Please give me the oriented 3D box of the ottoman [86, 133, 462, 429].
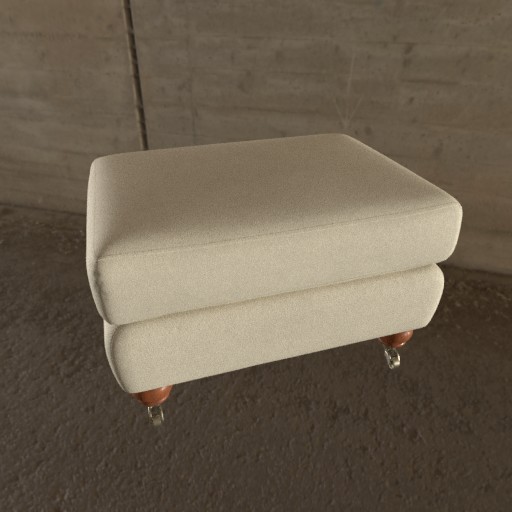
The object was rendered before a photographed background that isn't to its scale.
[{"bbox_3d":[0.000,0.000,1.147,0.773,0.499,0.569,-9,33,-15],"label":"ottoman"}]
